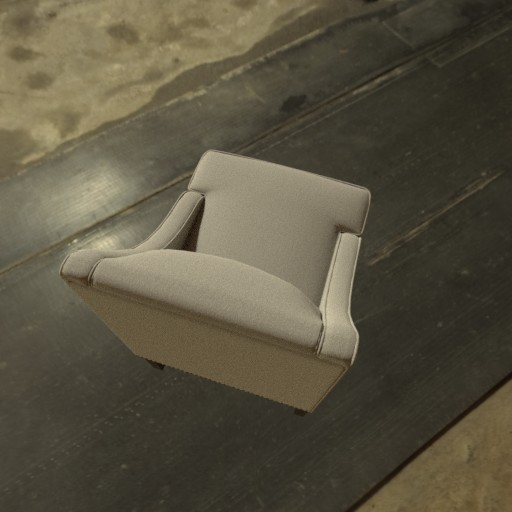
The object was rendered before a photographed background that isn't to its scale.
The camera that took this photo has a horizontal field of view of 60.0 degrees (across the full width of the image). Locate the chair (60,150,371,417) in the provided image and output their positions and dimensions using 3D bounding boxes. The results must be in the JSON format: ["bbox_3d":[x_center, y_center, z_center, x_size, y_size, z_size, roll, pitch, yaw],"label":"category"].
[{"bbox_3d":[0.000,0.000,1.367,0.610,0.864,0.737,16,64,8],"label":"chair"}]
